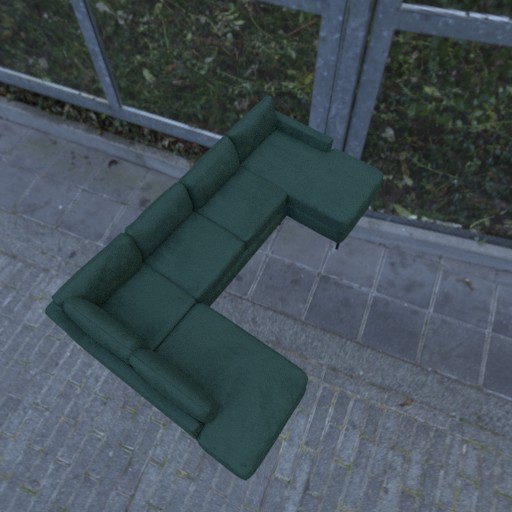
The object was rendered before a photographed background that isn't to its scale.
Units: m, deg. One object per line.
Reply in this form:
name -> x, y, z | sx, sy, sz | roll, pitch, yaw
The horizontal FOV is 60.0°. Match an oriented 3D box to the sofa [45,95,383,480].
sofa -> 0.000, 0.000, 3.912 | 1.992, 0.861, 2.994 | 31, 64, 17
